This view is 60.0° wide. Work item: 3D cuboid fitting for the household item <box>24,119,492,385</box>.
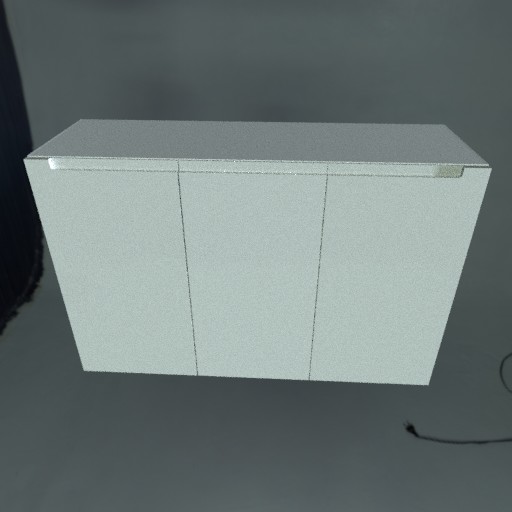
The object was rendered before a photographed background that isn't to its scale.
[{"bbox_3d":[0.000,0.000,1.633,1.300,0.867,0.420,2,32,3],"label":"household item"}]
